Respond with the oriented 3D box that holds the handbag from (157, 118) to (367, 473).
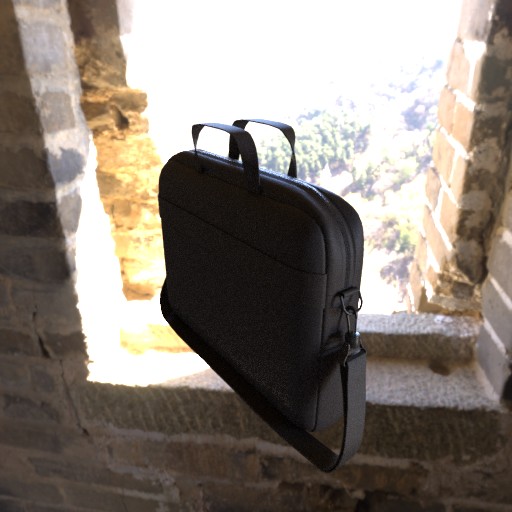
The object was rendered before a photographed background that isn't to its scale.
[{"bbox_3d":[0.000,0.000,0.571,0.126,0.330,0.429,-17,29,-33],"label":"handbag"}]
